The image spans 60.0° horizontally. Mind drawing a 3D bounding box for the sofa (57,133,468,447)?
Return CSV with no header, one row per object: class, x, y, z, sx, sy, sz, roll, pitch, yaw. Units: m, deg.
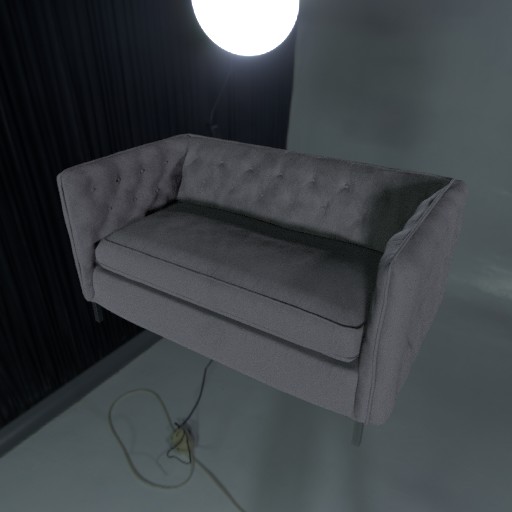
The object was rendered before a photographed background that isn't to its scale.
sofa,0.000,0.000,2.064,1.583,0.810,0.909,17,33,28
